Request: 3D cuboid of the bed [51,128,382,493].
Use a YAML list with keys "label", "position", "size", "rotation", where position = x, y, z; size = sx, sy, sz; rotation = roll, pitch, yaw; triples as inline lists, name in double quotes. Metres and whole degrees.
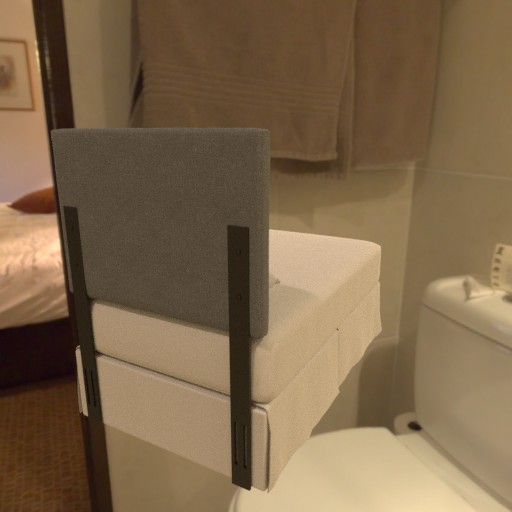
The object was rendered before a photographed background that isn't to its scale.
- label: "bed"
  position: [0.000, 0.000, 2.851]
  size: [1.261, 1.571, 1.997]
  rotation: [9, 18, 28]
